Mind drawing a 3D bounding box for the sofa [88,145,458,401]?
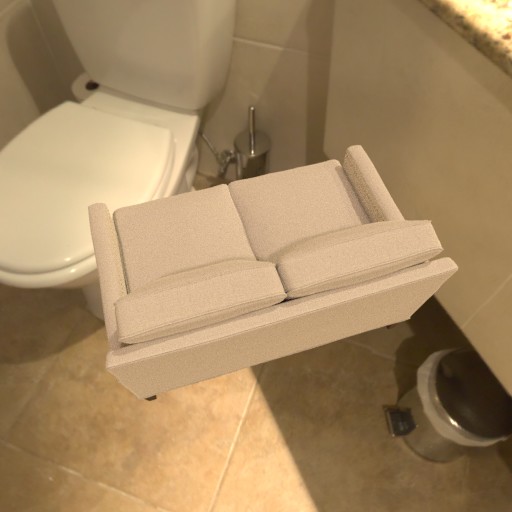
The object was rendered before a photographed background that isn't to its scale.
[{"bbox_3d":[0.000,0.000,2.341,1.597,1.003,1.084,-15,59,-9],"label":"sofa"}]
